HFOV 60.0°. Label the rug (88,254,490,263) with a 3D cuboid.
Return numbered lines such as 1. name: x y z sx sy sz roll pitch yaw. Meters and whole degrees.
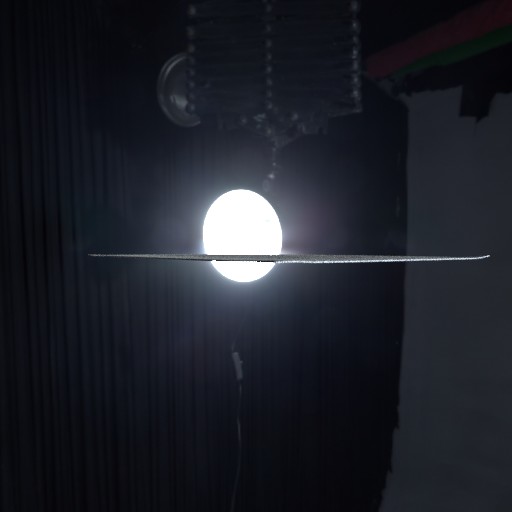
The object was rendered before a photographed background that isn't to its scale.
1. rug: 0.000 0.000 2.318 1.209 0.019 1.828 -1 1 -36
